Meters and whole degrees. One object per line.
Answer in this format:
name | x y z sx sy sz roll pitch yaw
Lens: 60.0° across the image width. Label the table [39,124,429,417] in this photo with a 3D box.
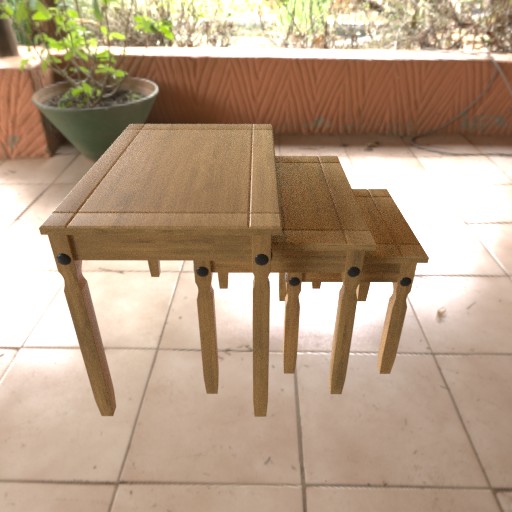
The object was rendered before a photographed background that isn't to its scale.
table | 0.000 0.000 1.210 0.773 0.535 0.660 0 32 0
